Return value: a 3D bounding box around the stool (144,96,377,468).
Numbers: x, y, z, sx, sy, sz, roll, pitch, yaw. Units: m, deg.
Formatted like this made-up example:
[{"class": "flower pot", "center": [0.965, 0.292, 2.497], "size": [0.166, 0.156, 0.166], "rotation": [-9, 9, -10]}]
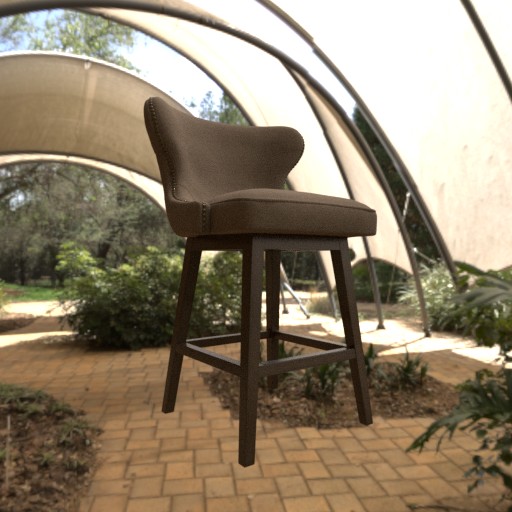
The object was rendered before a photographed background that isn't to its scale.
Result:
[{"class": "stool", "center": [0.000, 0.000, 1.361], "size": [0.615, 0.972, 0.597], "rotation": [0, 0, -36]}]
